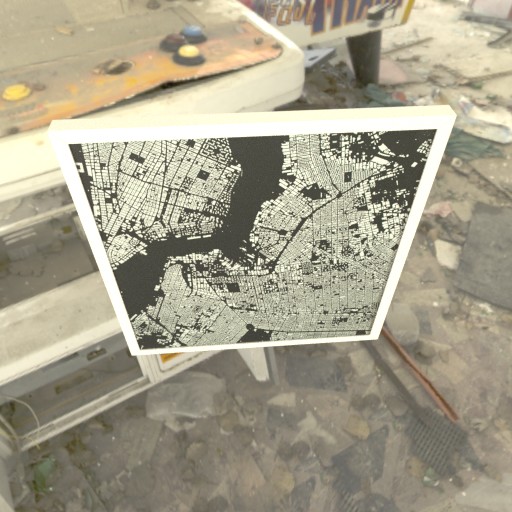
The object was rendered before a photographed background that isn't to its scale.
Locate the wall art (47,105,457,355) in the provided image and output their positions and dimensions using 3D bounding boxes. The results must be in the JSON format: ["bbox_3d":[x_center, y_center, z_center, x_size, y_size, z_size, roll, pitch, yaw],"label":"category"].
[{"bbox_3d":[0.000,0.000,1.111,0.761,0.762,0.050,-3,46,-3],"label":"wall art"}]
